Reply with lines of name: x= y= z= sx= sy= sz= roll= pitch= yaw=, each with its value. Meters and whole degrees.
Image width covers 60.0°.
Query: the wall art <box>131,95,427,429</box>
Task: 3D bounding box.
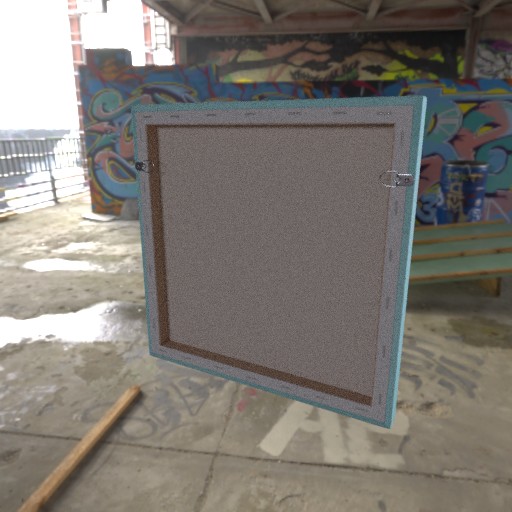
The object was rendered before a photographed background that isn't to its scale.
wall art: x=0.000 y=0.000 z=1.625 sx=1.071 sy=1.073 sz=0.070 roll=9 pitch=18 yaw=27
